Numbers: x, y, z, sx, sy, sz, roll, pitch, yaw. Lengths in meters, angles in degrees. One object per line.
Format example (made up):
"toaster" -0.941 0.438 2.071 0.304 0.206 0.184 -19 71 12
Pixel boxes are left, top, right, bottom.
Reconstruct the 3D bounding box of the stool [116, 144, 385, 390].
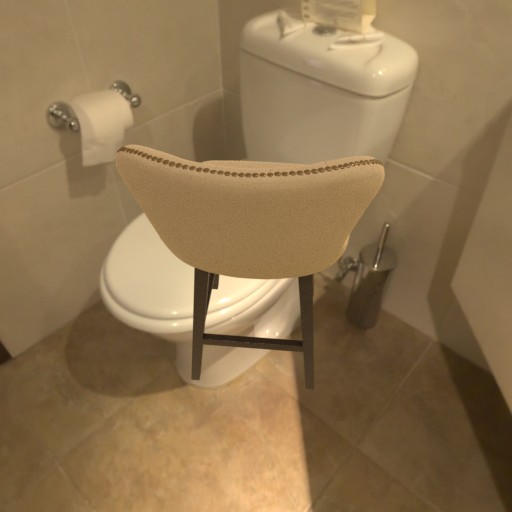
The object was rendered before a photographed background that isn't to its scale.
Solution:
"stool" 0.000 0.000 1.295 0.528 0.971 0.593 4 46 4
